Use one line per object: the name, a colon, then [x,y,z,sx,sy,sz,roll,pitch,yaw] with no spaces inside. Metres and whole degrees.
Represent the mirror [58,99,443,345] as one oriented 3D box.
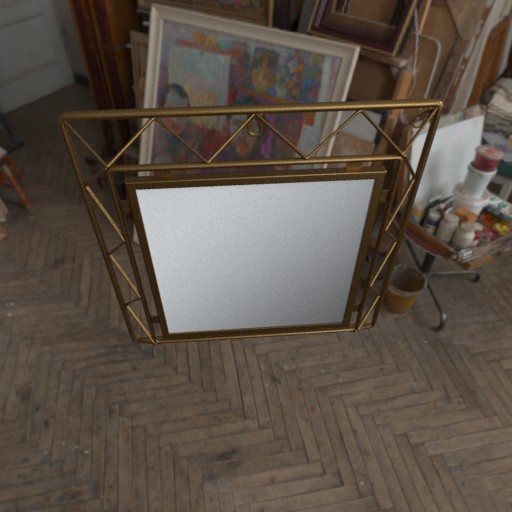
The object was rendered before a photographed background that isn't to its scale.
mirror: [0.000,0.000,0.602,0.416,0.414,0.046,-3,45,-3]
